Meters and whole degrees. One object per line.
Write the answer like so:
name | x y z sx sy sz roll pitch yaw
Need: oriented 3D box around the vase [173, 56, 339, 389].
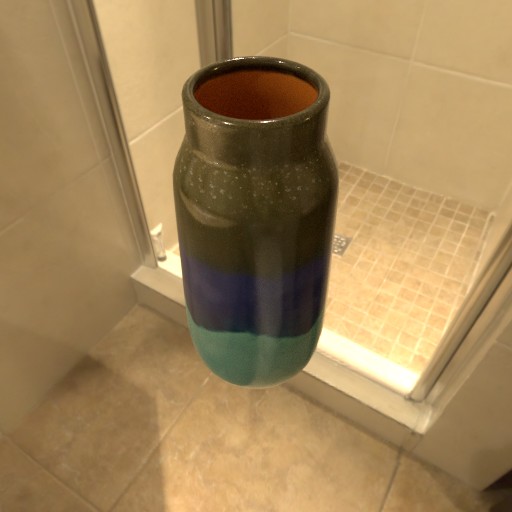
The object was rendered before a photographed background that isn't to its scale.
vase | 0.000 0.000 0.390 0.139 0.313 0.139 0 47 0
